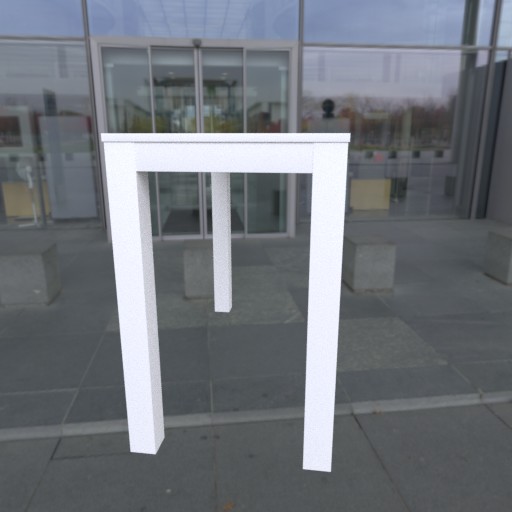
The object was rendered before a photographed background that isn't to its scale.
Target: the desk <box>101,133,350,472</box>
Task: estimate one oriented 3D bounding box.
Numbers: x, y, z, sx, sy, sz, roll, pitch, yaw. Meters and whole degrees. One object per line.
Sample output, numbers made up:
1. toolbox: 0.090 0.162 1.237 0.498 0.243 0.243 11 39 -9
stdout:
1. desk: 0.000 0.000 1.438 0.497 0.762 0.990 2 15 8
